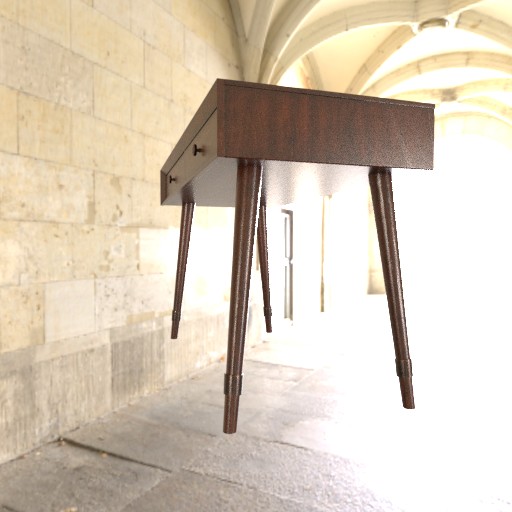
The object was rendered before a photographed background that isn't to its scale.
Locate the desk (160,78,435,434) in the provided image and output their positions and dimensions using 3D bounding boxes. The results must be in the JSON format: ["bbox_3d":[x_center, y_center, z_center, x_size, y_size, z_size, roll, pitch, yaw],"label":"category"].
[{"bbox_3d":[0.000,0.000,2.107,0.734,1.031,1.577,0,1,-18],"label":"desk"}]
